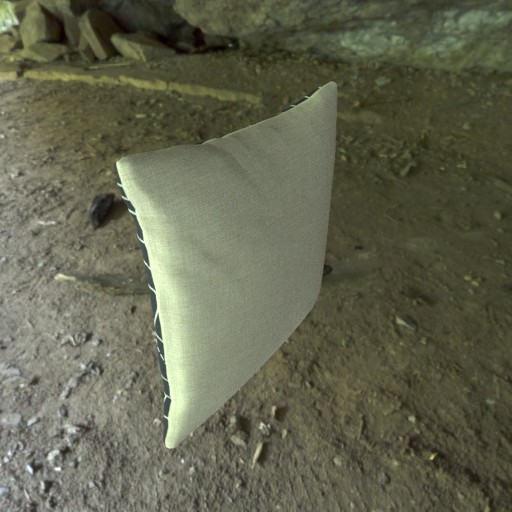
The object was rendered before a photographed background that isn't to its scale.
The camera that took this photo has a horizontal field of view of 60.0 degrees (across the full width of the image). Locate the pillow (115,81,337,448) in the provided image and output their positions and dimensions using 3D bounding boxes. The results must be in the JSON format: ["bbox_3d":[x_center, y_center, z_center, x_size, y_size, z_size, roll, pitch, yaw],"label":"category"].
[{"bbox_3d":[0.000,0.000,0.784,0.158,0.508,0.517,20,37,29],"label":"pillow"}]
